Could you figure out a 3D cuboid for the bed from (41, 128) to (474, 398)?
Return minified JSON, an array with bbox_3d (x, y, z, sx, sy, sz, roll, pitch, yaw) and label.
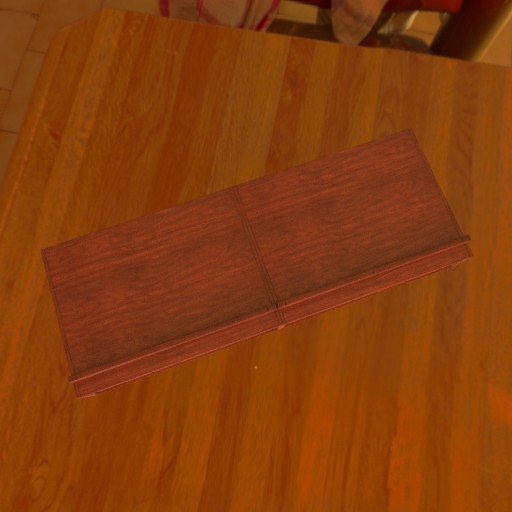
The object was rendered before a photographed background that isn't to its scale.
[{"bbox_3d":[0.000,0.000,2.352,2.057,0.326,0.787,-19,77,-5],"label":"bed"}]
